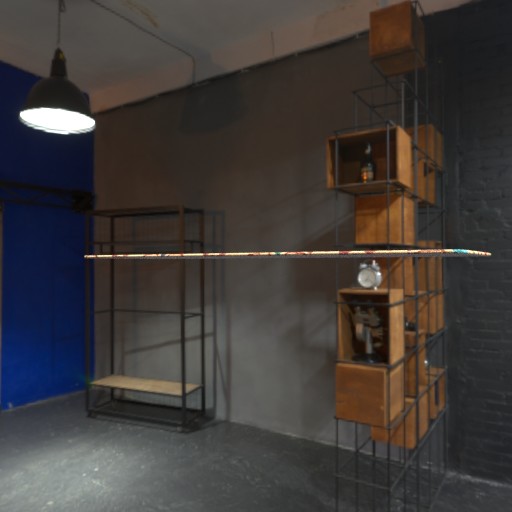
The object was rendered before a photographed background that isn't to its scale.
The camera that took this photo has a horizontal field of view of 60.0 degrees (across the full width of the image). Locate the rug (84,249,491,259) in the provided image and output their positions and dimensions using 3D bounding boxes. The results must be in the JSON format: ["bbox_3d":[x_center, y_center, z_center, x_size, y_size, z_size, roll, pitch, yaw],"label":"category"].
[{"bbox_3d":[0.000,0.000,2.491,2.273,0.016,0.693,-1,-1,35],"label":"rug"}]
